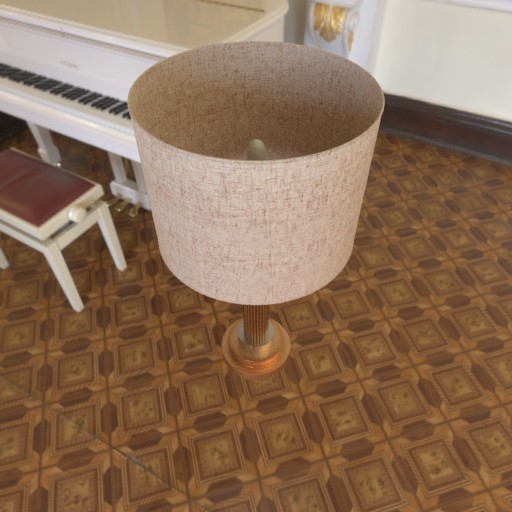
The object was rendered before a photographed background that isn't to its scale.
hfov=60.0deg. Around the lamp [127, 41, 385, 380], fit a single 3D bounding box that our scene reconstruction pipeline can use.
[{"bbox_3d":[0.000,0.000,0.783,0.321,0.610,0.321,33,54,28],"label":"lamp"}]
